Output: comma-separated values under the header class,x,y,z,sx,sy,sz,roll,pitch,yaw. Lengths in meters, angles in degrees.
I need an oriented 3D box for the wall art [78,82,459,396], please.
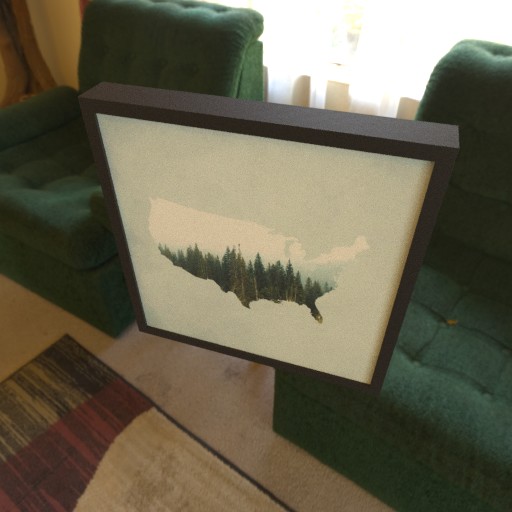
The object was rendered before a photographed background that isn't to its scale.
class,x,y,z,sx,sy,sz,roll,pitch,yaw
wall art,0.000,0.000,0.450,0.304,0.304,0.038,12,42,14
